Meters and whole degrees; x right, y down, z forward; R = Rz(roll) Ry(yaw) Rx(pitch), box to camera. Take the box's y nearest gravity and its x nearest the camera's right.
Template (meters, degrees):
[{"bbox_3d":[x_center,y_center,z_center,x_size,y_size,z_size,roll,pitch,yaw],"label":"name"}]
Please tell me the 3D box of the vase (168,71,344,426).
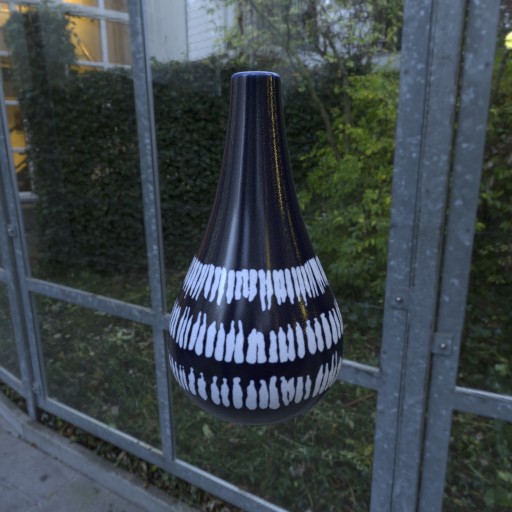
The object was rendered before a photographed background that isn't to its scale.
[{"bbox_3d":[0.000,0.000,0.386,0.159,0.295,0.159,0,15,0],"label":"vase"}]
